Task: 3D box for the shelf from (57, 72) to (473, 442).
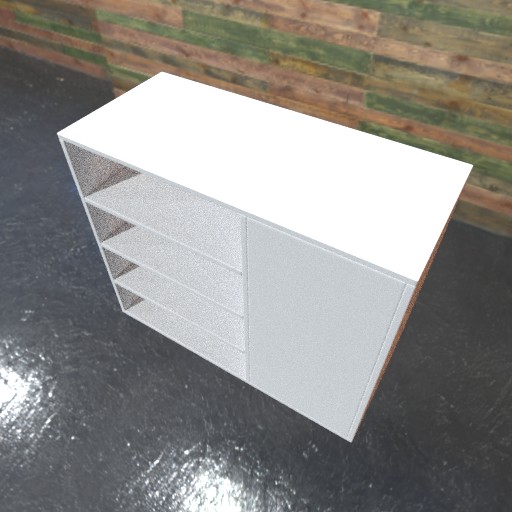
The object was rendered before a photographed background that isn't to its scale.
[{"bbox_3d":[0.000,0.000,1.299,0.895,0.732,0.396,24,51,21],"label":"shelf"}]
